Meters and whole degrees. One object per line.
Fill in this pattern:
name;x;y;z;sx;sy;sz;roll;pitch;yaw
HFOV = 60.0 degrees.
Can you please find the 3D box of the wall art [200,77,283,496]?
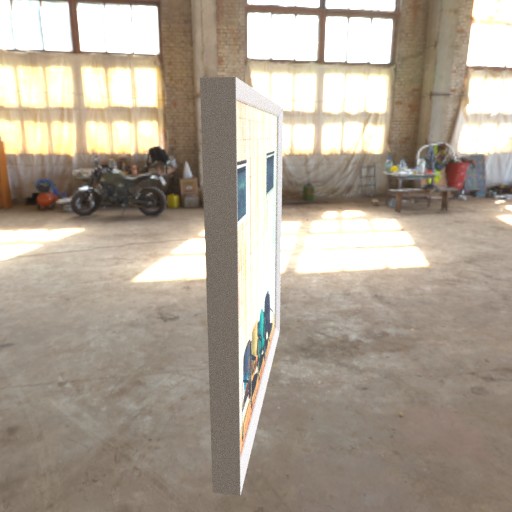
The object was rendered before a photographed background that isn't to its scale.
wall art;0.000;0.000;0.753;0.037;0.508;0.508;2;15;8
